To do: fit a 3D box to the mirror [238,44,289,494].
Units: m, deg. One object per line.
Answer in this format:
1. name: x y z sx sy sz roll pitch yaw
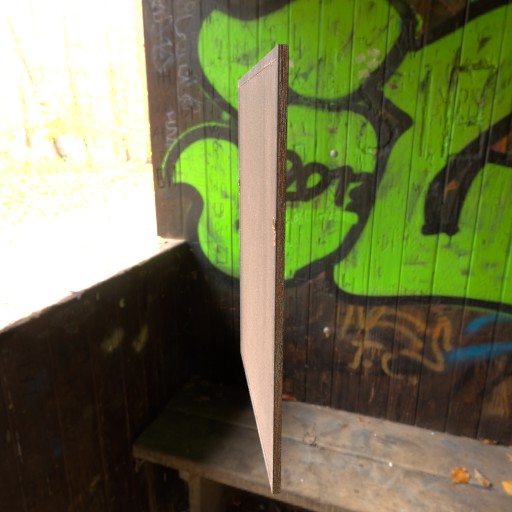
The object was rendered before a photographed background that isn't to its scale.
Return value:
1. mirror: 0.000 0.000 1.266 0.025 0.996 0.705 -2 17 -8
